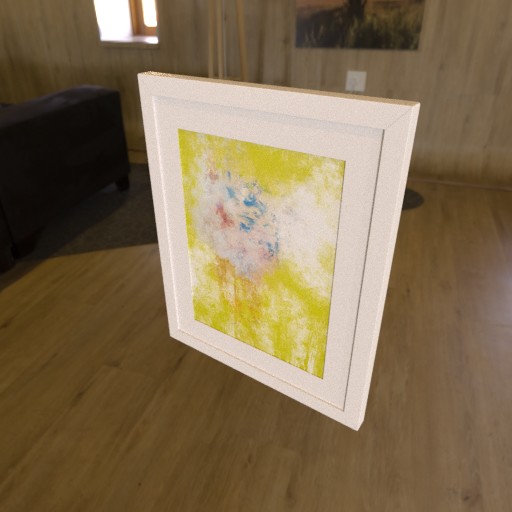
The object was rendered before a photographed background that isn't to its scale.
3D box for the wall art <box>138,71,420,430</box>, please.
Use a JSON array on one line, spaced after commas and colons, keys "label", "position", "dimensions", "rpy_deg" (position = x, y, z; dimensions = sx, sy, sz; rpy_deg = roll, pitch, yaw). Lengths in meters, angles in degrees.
[{"label": "wall art", "position": [0.000, 0.000, 0.765], "dimensions": [0.454, 0.556, 0.028], "rpy_deg": [19, 35, 29]}]
